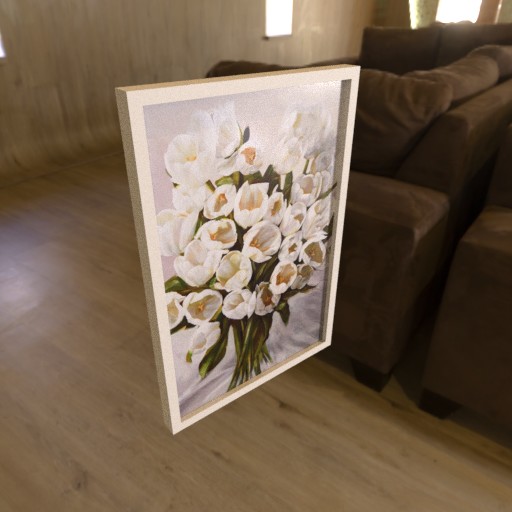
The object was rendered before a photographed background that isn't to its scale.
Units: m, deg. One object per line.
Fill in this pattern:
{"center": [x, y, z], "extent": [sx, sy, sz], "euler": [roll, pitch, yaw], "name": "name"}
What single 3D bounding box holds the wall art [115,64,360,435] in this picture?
{"center": [0.000, 0.000, 0.864], "extent": [0.450, 0.657, 0.038], "euler": [-21, 35, -32], "name": "wall art"}
